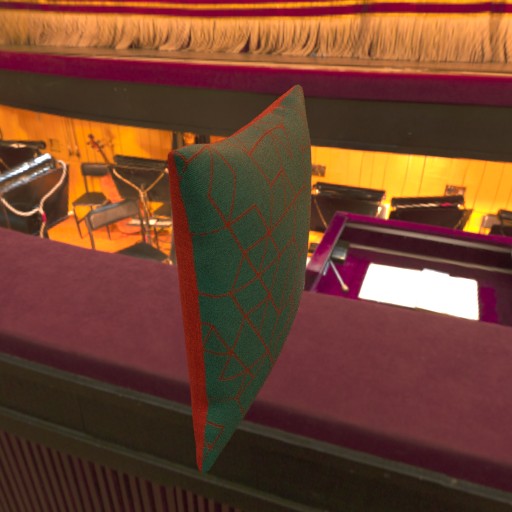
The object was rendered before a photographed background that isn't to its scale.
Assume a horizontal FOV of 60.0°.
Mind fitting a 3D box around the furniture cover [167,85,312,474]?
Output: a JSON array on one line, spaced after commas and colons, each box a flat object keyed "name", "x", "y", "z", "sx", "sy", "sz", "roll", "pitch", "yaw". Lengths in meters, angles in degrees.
[{"name": "furniture cover", "x": 0.000, "y": 0.000, "z": 0.781, "sx": 0.158, "sy": 0.508, "sz": 0.517, "roll": 9, "pitch": 30, "yaw": 16}]
